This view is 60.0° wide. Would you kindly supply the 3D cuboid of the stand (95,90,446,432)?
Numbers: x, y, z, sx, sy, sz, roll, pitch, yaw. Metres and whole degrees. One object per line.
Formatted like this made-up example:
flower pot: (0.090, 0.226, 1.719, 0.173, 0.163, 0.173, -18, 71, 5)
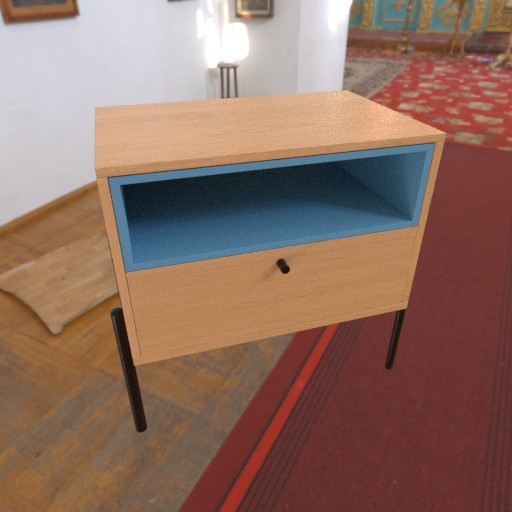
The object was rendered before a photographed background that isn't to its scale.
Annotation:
stand: (0.000, 0.000, 0.993, 0.630, 0.600, 0.400, -9, 33, -14)
